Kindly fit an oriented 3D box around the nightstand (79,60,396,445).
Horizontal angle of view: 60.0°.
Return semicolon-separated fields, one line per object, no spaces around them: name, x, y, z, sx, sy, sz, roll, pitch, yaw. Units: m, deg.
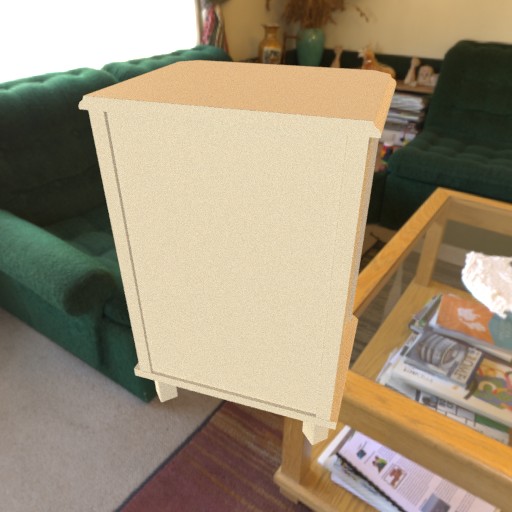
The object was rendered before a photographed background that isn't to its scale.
nightstand;0.000;0.000;0.910;0.435;0.681;0.351;10;34;15
